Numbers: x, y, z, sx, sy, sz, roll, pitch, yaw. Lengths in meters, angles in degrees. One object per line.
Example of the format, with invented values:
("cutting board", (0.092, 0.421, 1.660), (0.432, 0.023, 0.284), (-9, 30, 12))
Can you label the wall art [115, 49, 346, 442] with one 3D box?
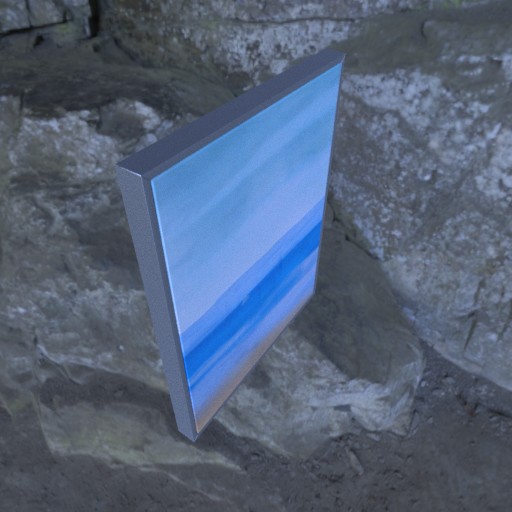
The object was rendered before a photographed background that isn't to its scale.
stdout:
("wall art", (0.000, 0.000, 0.757), (0.039, 0.553, 0.445), (25, 47, 25))
